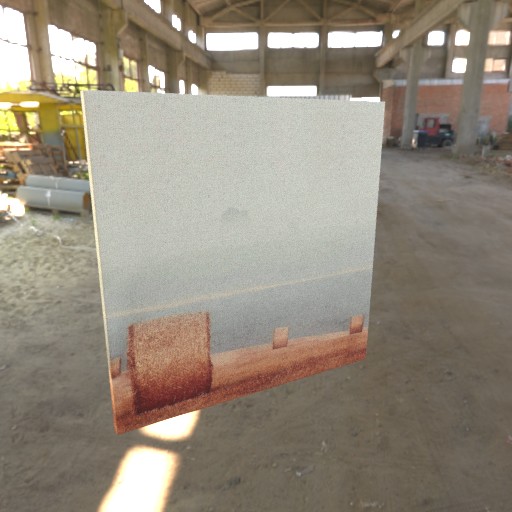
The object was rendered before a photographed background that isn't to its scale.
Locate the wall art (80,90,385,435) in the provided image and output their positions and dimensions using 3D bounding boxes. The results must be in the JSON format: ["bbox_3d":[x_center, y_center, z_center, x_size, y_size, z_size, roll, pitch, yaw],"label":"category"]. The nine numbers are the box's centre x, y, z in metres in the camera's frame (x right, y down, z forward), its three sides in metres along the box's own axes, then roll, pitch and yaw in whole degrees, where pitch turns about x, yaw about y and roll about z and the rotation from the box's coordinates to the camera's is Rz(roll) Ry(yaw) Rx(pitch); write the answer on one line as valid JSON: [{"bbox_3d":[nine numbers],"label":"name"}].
[{"bbox_3d":[0.000,0.000,0.600,0.405,0.405,0.023,-8,18,-27],"label":"wall art"}]
